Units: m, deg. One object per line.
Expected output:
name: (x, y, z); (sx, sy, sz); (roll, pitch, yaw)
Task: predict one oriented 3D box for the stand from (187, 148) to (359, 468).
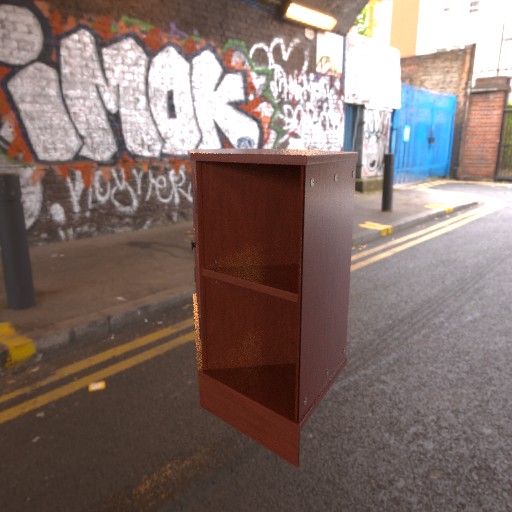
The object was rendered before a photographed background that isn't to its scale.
stand: (0.000, 0.000, 1.325); (0.381, 0.614, 1.072); (-2, 14, -9)
